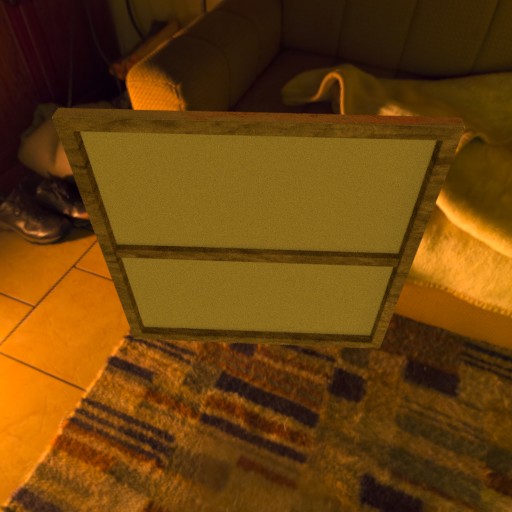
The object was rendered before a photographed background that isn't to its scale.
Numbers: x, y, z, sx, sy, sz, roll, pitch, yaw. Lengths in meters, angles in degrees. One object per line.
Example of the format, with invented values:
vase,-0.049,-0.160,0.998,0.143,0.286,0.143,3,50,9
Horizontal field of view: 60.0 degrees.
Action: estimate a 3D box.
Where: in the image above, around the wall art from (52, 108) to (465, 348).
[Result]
wall art,0.000,0.000,1.081,0.747,0.747,0.035,2,47,2
